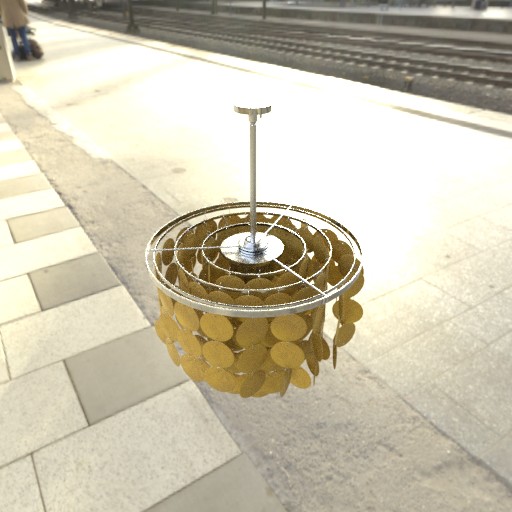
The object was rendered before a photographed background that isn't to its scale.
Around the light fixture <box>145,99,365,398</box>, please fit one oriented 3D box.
[{"bbox_3d":[0.000,0.000,0.742,0.368,0.492,0.368,0,31,0],"label":"light fixture"}]
